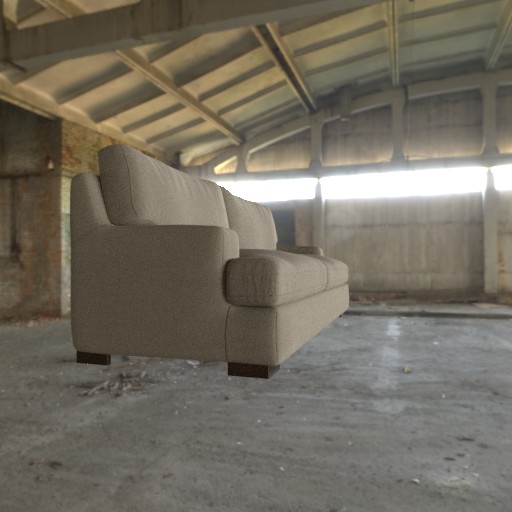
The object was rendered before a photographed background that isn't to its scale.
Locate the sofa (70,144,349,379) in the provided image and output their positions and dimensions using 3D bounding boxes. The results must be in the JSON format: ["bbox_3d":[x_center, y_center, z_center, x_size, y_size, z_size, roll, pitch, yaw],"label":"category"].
[{"bbox_3d":[0.000,0.000,2.879,0.962,0.980,2.354,0,-1,18],"label":"sofa"}]
